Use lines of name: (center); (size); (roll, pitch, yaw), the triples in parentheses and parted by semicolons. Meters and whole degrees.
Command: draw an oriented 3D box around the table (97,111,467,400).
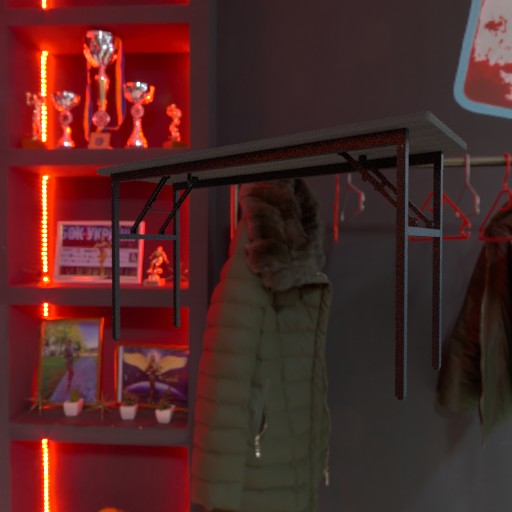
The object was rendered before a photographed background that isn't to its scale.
table: (0.000, 0.000, 1.704); (1.399, 0.750, 0.449); (1, 2, 37)
